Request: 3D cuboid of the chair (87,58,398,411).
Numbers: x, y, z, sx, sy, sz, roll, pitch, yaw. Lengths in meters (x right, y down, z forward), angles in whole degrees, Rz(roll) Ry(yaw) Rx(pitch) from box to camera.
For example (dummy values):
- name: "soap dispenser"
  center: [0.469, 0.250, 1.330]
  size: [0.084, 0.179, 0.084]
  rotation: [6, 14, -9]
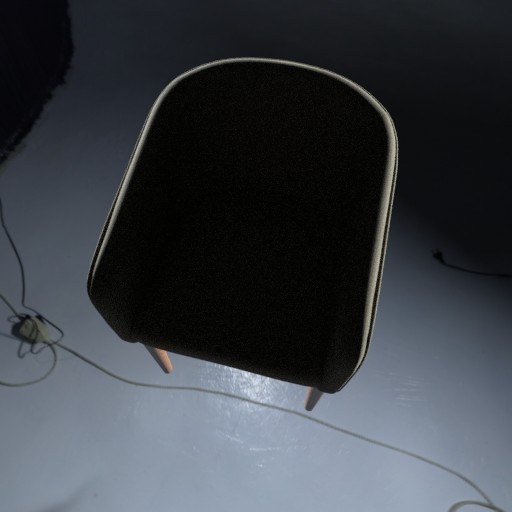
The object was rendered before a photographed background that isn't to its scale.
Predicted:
- name: "chair"
  center: [0.000, 0.000, 1.192]
  size: [0.584, 0.775, 0.616]
  rotation: [12, 60, 7]
